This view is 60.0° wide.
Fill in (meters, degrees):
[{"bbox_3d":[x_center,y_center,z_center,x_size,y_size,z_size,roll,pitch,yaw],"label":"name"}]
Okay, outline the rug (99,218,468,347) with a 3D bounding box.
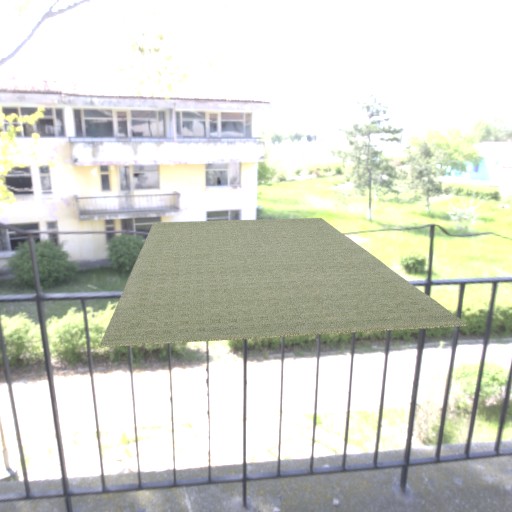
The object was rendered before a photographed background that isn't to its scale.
[{"bbox_3d":[0.000,0.000,2.176,1.143,0.006,1.747,-2,16,-7],"label":"rug"}]
